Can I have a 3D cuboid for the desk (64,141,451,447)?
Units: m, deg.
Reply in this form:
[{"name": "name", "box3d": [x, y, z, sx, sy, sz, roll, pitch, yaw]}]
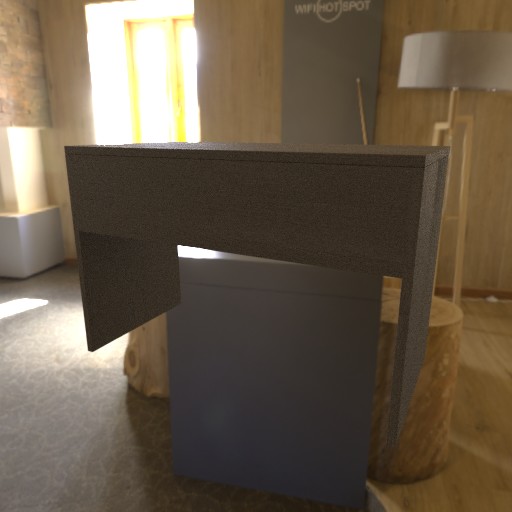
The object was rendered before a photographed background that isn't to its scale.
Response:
[{"name": "desk", "box3d": [0.000, 0.000, 1.514, 1.099, 0.729, 0.557, 8, 18, 27]}]
